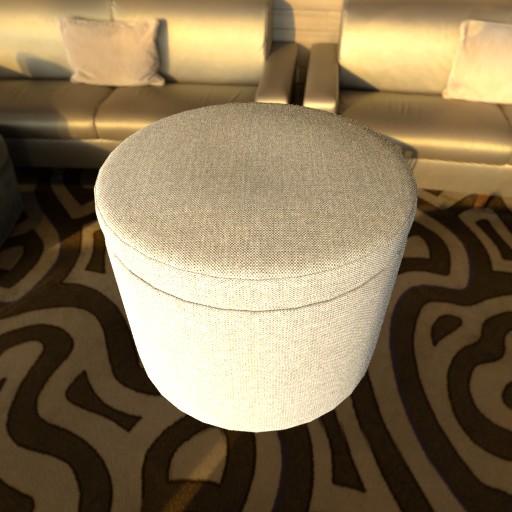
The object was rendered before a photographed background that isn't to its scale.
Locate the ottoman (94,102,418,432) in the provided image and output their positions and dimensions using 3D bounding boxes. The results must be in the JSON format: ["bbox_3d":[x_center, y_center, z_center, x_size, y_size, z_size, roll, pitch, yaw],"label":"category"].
[{"bbox_3d":[0.000,0.000,0.827,0.500,0.419,0.500,0,42,0],"label":"ottoman"}]
